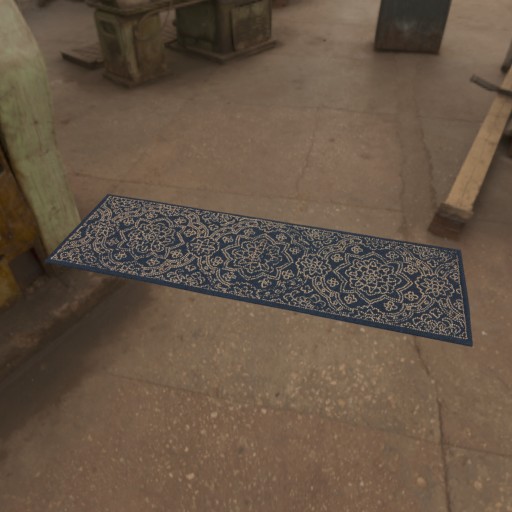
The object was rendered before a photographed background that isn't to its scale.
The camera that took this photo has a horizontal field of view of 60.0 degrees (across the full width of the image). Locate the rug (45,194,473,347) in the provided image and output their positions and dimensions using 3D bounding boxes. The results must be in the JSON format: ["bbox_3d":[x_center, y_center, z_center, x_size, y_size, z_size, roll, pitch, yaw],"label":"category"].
[{"bbox_3d":[0.000,0.000,2.715,2.448,0.012,0.769,10,42,11],"label":"rug"}]
